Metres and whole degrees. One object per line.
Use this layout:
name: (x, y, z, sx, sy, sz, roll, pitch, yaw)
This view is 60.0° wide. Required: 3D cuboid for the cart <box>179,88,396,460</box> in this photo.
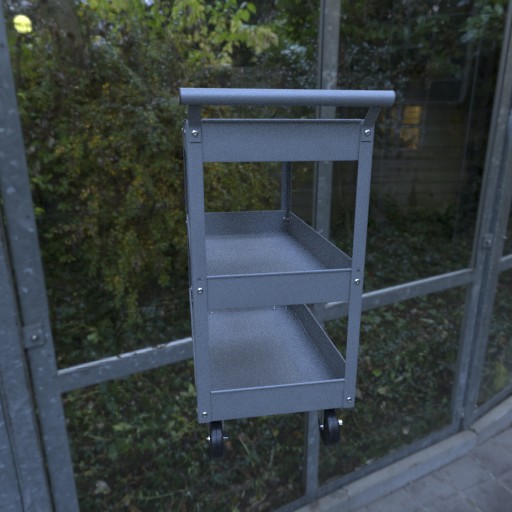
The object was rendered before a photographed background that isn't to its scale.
cart: (0.000, 0.000, 1.175, 0.366, 0.780, 0.719, -3, 17, -9)
